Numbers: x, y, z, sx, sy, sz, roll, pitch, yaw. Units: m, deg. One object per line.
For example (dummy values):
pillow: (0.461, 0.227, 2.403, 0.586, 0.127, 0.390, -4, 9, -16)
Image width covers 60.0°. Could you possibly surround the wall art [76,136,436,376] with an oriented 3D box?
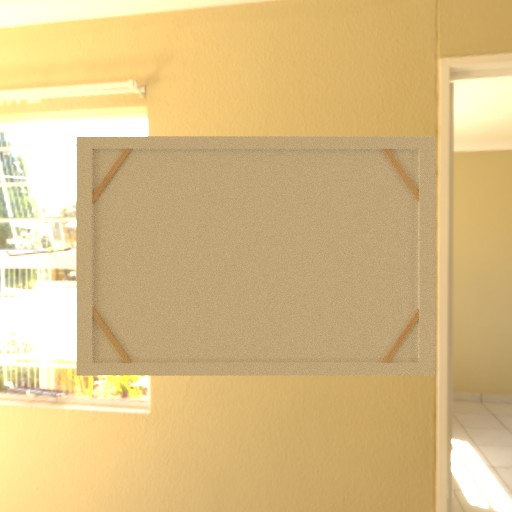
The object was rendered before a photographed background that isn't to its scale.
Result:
wall art: (0.000, 0.000, 1.146, 0.914, 0.609, 0.038, 0, 0, 0)
